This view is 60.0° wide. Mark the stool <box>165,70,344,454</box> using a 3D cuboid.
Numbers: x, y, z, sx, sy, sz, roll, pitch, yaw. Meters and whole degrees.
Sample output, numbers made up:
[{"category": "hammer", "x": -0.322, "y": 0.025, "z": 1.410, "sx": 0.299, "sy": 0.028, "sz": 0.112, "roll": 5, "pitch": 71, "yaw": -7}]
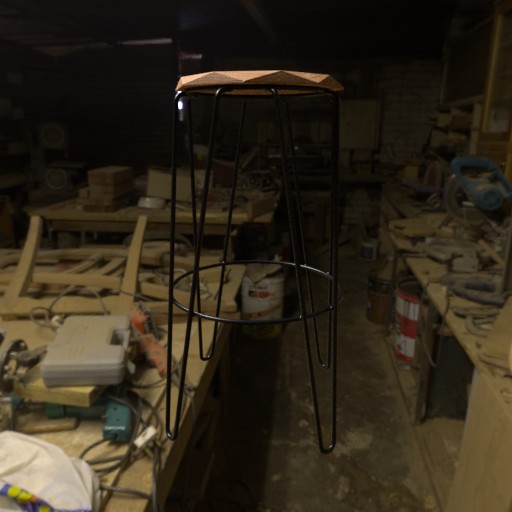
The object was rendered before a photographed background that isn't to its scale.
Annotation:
[{"category": "stool", "x": 0.000, "y": 0.000, "z": 0.820, "sx": 0.326, "sy": 0.610, "sz": 0.326, "roll": 2, "pitch": 17, "yaw": 7}]
